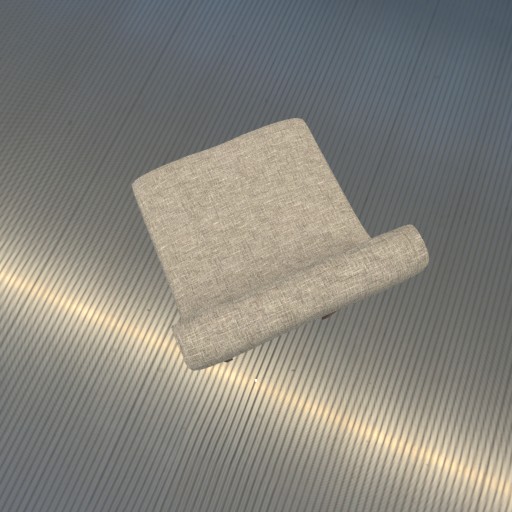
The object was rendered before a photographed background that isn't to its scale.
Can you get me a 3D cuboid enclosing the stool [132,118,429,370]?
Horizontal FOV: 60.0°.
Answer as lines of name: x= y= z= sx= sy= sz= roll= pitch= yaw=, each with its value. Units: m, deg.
stool: x=0.000 y=0.000 z=1.112 sx=0.417 sy=0.835 sz=0.459 roll=-23 pitch=76 yaw=-6
